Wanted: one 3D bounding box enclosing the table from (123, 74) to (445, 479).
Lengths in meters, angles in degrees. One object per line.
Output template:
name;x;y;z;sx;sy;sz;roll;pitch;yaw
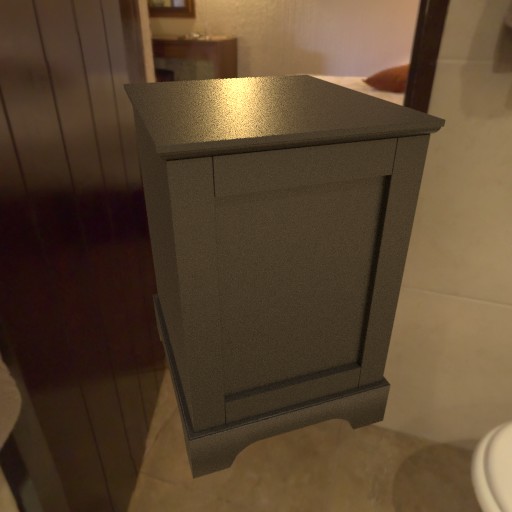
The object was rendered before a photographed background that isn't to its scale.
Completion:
table;0.000;0.000;0.896;0.399;0.610;0.460;-10;31;-16
